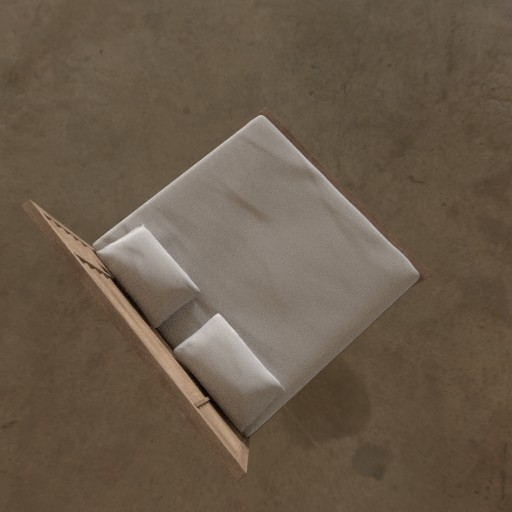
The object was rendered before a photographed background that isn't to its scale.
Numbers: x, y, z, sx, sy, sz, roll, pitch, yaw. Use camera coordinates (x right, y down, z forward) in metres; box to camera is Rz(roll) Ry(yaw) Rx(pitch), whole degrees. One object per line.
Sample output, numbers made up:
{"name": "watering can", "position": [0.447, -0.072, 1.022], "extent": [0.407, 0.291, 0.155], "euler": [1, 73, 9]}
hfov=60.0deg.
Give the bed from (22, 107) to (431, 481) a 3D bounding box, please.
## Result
{"name": "bed", "position": [0.000, 0.000, 3.455], "extent": [2.032, 1.626, 2.032], "euler": [-40, 79, -10]}
